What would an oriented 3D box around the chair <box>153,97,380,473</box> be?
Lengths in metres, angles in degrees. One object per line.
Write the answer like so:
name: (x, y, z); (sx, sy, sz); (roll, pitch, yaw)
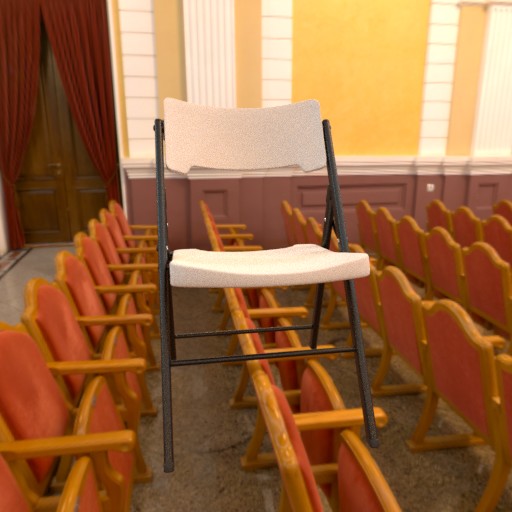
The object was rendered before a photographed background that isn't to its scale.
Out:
chair: (0.000, 0.000, 1.099); (0.482, 0.765, 0.577); (-3, 16, -9)
